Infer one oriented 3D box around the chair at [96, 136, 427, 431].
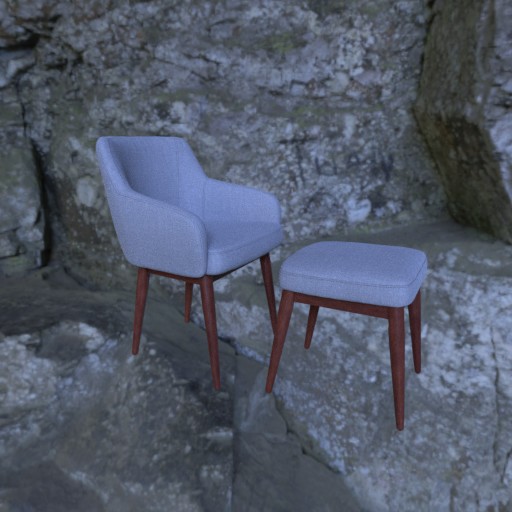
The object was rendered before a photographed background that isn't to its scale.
[{"bbox_3d":[0.000,0.000,1.531,1.107,0.799,0.584,8,17,26],"label":"chair"}]
